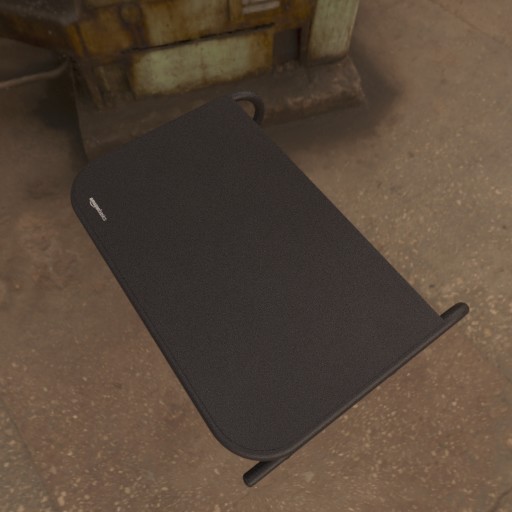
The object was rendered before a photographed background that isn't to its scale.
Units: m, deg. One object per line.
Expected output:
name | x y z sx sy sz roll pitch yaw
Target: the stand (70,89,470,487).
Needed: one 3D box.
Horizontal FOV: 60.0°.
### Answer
stand | 0.000 0.000 0.496 0.280 0.108 0.370 -32 67 -16
